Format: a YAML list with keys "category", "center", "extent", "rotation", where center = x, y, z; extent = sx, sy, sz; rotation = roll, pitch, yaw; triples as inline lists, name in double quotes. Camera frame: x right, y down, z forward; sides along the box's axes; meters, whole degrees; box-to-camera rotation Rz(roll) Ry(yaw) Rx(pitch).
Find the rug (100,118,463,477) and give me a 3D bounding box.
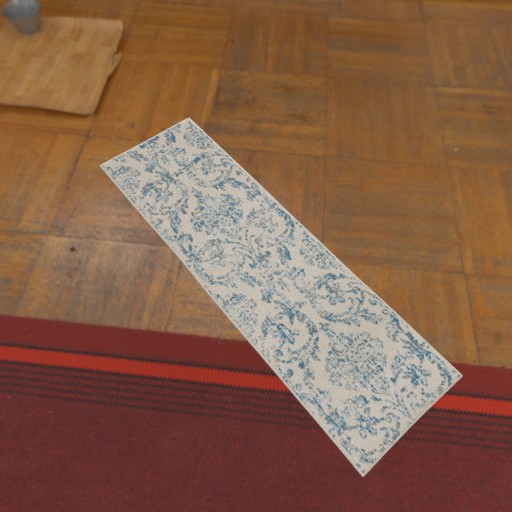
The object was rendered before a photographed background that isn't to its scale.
- category: "rug"
  center: [0.000, 0.000, 2.364]
  extent: [0.662, 0.011, 2.196]
  rotation: [-35, 65, -19]
